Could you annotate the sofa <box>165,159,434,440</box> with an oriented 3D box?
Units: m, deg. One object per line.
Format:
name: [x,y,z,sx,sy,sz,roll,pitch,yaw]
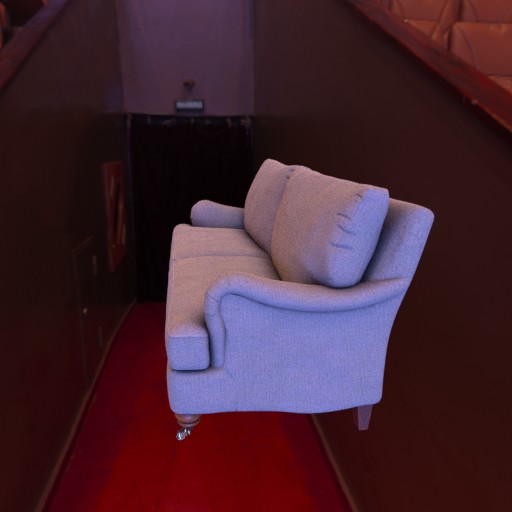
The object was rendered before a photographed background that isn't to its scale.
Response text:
sofa: [0.000,0.000,2.753,1.069,1.096,2.193,-2,15,-9]
